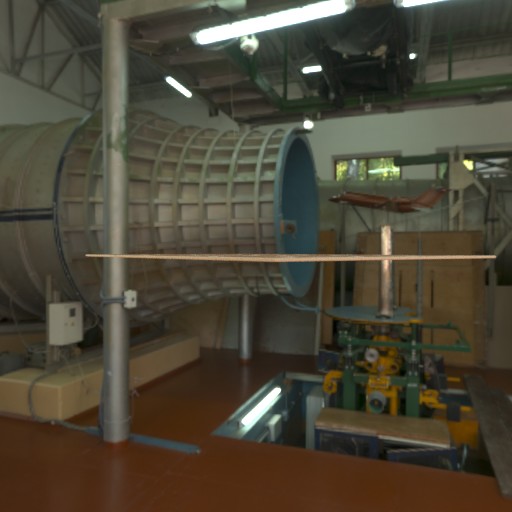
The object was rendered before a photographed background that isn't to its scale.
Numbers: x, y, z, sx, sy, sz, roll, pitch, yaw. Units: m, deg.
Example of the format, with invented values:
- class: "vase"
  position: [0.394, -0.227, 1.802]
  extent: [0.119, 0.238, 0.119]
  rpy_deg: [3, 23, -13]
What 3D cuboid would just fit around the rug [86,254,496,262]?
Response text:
- class: "rug"
  position: [0.000, 0.000, 2.853]
  extent: [1.526, 0.014, 2.290]
  rpy_deg: [0, 1, -36]
